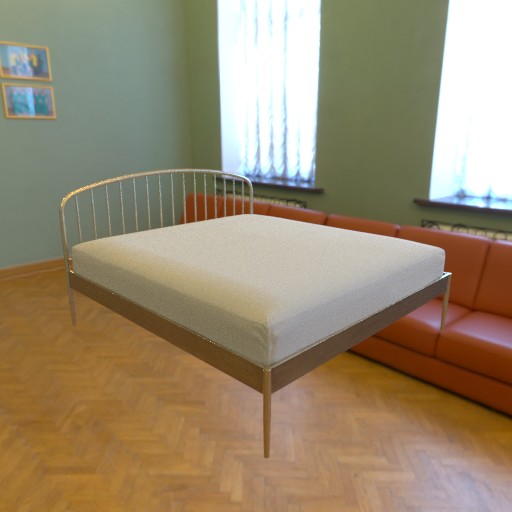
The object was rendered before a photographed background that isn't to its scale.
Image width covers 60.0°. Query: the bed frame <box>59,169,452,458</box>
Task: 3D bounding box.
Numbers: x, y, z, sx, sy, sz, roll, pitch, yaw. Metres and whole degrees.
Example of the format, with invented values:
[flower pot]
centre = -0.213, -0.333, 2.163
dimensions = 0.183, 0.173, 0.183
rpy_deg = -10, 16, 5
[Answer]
[bed frame]
centre = 0.000, 0.000, 3.339
dimensions = 2.152, 1.174, 2.016
rpy_deg = 15, 21, 43
